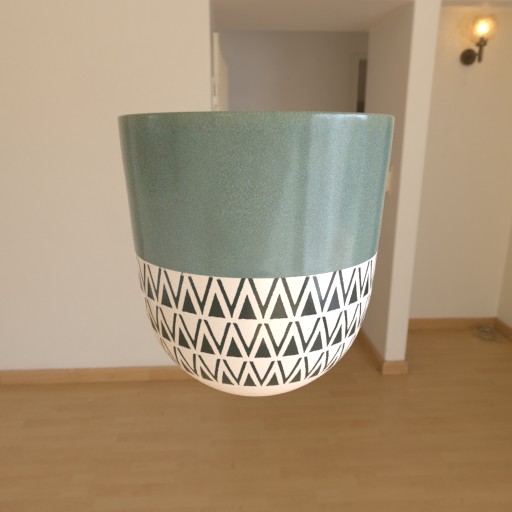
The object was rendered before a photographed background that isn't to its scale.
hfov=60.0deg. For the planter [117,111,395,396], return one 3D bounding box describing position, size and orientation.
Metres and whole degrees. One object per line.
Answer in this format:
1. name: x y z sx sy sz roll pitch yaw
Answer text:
1. planter: 0.000 0.000 0.359 0.198 0.214 0.198 0 15 0
